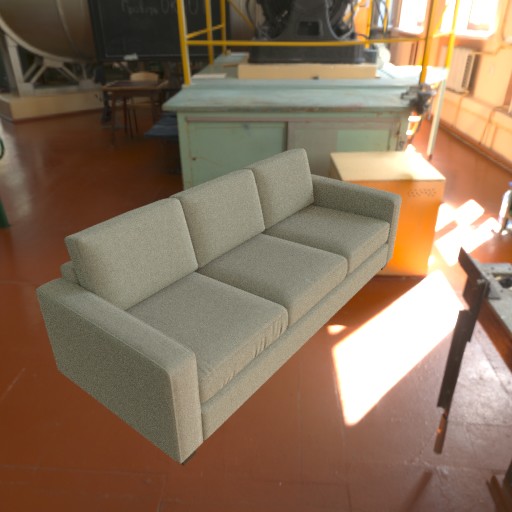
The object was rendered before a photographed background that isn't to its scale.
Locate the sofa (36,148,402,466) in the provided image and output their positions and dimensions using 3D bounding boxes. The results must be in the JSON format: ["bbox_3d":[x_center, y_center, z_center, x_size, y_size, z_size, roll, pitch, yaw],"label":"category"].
[{"bbox_3d":[0.000,0.000,2.585,0.900,0.800,2.160,20,35,32],"label":"sofa"}]
